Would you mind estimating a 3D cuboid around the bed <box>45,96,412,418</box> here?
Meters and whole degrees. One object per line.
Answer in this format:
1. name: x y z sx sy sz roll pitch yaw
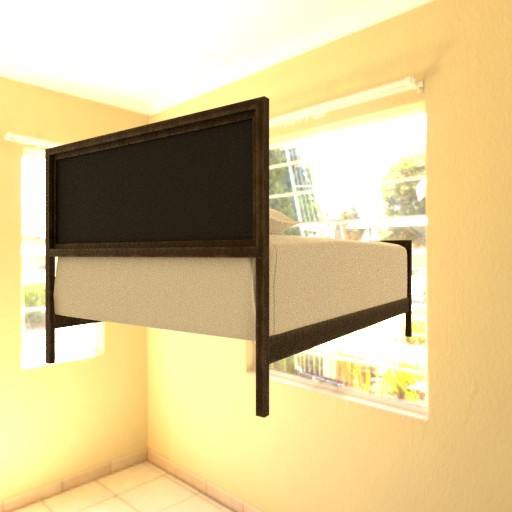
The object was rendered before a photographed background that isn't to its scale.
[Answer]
1. bed: 0.000 0.000 3.175 1.607 1.313 2.221 0 0 34
